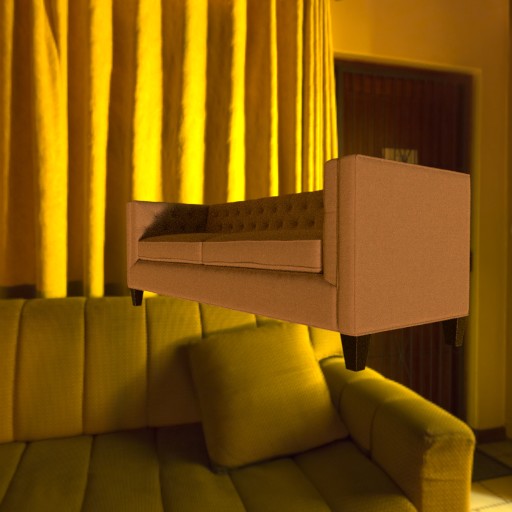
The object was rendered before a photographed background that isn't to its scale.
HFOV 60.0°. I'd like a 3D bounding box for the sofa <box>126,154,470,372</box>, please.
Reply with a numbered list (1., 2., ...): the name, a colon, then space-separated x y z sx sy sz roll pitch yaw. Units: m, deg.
1. sofa: 0.000 0.000 2.600 0.775 0.762 2.159 -1 2 -37
